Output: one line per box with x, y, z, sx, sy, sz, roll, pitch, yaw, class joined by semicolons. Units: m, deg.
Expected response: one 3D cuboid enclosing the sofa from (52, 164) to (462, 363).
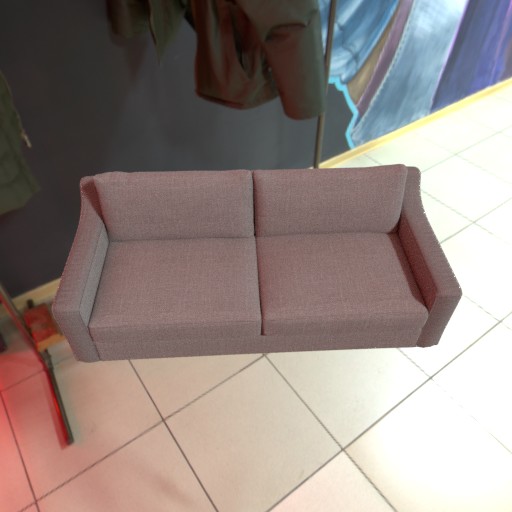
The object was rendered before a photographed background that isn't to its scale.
0.000;0.000;2.751;2.208;0.857;1.000;-2;46;-2;sofa
